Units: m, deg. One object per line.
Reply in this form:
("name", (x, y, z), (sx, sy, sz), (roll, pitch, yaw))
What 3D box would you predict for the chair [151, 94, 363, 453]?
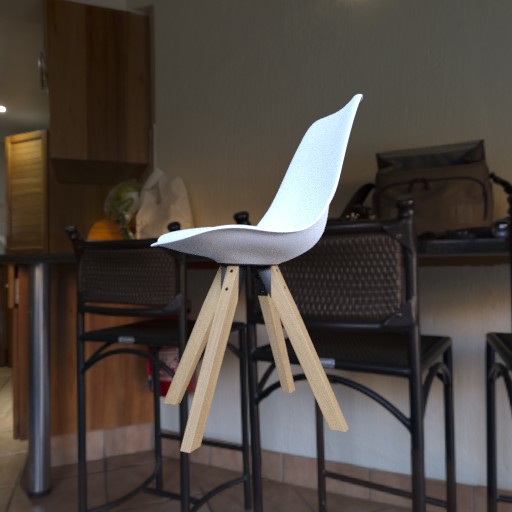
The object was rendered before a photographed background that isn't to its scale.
("chair", (0.000, 0.000, 1.191), (0.550, 0.849, 0.485), (0, 0, -18))
